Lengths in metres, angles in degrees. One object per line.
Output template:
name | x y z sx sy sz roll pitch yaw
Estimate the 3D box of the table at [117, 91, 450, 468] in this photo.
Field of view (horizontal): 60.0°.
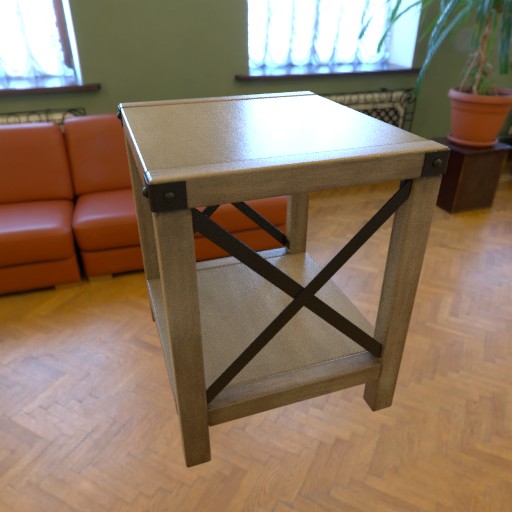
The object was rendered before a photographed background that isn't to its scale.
table | 0.000 0.000 0.937 0.459 0.561 0.510 -10 31 -16
